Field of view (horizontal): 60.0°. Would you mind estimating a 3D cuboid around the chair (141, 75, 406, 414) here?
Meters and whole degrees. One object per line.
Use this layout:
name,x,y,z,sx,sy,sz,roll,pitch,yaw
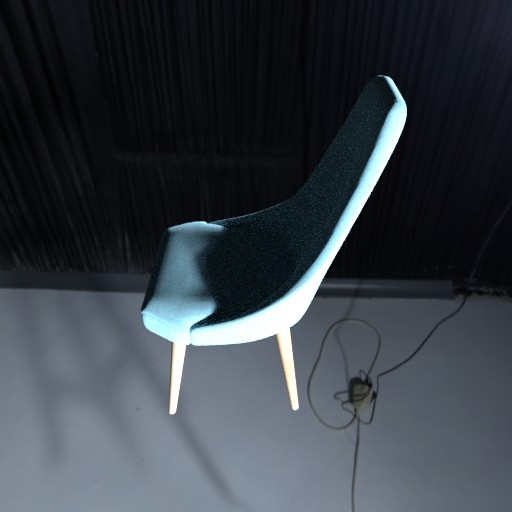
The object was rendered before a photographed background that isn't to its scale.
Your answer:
chair,0.000,0.000,1.365,0.660,1.040,0.510,1,41,1
